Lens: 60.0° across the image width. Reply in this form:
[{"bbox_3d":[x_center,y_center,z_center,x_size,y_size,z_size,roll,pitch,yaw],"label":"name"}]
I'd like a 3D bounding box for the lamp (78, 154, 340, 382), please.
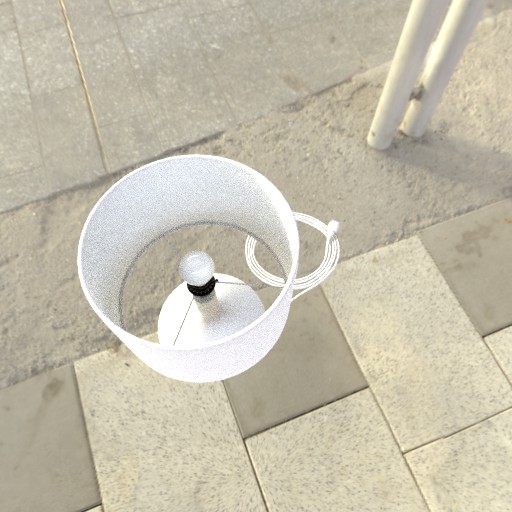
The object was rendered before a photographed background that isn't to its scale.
[{"bbox_3d":[0.000,0.000,0.855,0.546,0.457,0.401,-21,65,-10],"label":"lamp"}]
